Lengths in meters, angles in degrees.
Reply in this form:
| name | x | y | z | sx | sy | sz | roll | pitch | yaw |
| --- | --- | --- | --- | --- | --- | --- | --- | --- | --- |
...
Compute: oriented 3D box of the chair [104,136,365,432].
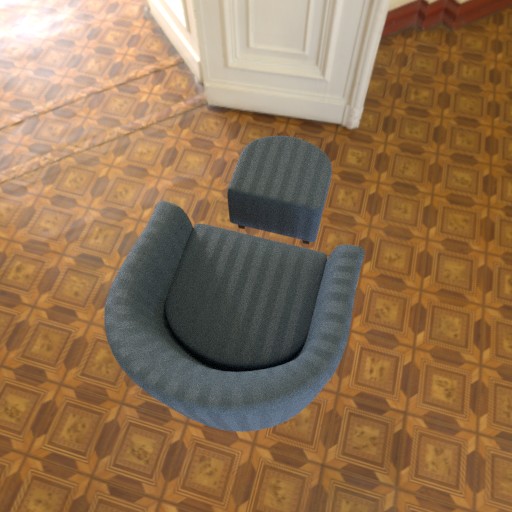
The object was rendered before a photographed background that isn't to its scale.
| name | x | y | z | sx | sy | sz | roll | pitch | yaw |
| --- | --- | --- | --- | --- | --- | --- | --- | --- | --- |
| chair | 0.000 | 0.000 | 1.705 | 0.756 | 0.757 | 1.288 | 14 | 63 | 7 |
